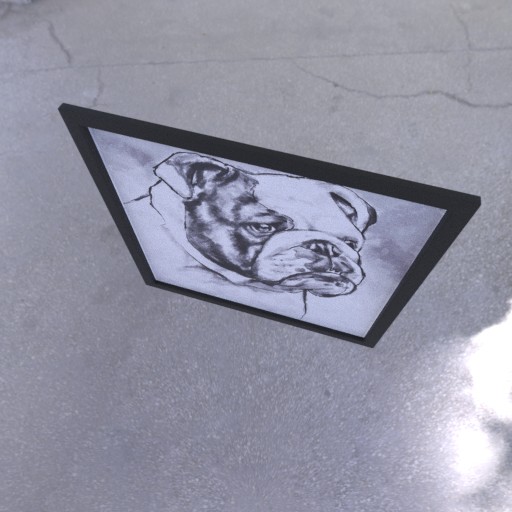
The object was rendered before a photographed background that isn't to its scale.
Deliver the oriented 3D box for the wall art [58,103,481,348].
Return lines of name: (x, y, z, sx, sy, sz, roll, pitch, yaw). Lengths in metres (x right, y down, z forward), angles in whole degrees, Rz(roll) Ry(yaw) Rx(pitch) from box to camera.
wall art: (0.000, 0.000, 0.957, 0.663, 0.659, 0.016, 15, 62, 8)
